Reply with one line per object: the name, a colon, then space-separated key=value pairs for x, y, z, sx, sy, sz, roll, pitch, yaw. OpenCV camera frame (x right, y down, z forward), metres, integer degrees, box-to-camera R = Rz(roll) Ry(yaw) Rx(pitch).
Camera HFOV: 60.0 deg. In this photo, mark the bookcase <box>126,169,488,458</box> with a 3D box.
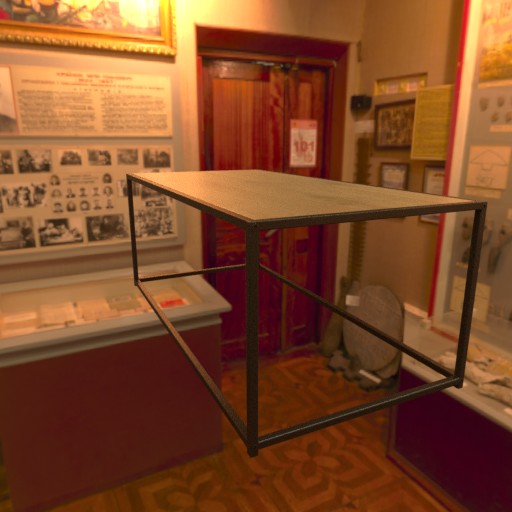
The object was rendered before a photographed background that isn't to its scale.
bookcase: x=0.000 y=0.000 z=1.225 sx=0.500 sy=0.400 sz=1.000 roll=-7 pitch=16 yaw=-25
